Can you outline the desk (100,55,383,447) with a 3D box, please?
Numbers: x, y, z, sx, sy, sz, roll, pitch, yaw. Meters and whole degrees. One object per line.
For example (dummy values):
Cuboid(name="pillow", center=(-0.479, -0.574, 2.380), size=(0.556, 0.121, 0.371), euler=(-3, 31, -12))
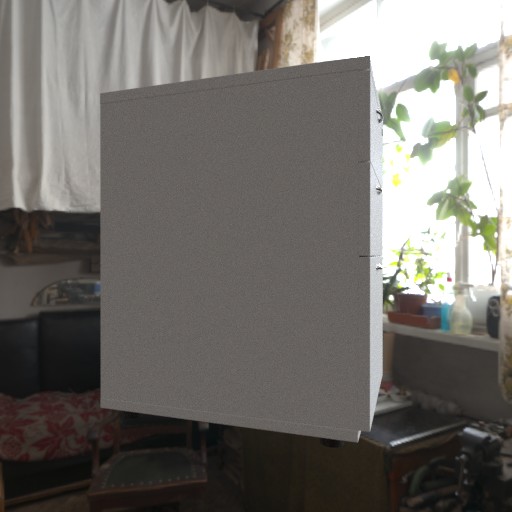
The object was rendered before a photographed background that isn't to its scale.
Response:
Cuboid(name="desk", center=(0.000, 0.000, 1.087), size=(0.600, 0.730, 0.404), euler=(0, 0, 19))
